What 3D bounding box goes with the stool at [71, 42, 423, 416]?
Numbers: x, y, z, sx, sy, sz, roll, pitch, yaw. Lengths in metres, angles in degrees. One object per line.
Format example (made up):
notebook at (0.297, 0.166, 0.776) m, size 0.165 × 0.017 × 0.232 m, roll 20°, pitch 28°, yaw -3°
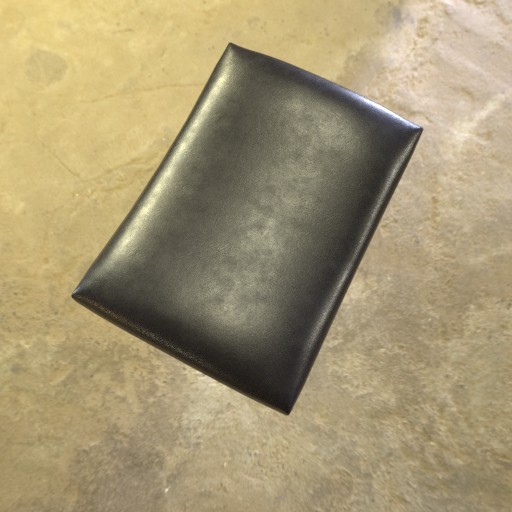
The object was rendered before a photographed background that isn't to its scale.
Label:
stool at (0.000, 0.000, 0.964) m, size 0.372 × 0.654 × 0.504 m, roll 27°, pitch 77°, yaw 7°
